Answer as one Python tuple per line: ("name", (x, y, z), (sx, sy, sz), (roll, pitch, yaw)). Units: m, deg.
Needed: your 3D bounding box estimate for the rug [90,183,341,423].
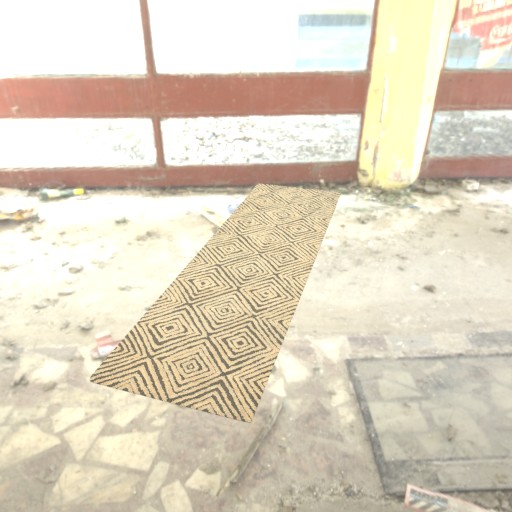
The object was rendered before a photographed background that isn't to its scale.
("rug", (0.000, 0.000, 2.597), (0.676, 0.008, 2.277), (9, 31, 15))
